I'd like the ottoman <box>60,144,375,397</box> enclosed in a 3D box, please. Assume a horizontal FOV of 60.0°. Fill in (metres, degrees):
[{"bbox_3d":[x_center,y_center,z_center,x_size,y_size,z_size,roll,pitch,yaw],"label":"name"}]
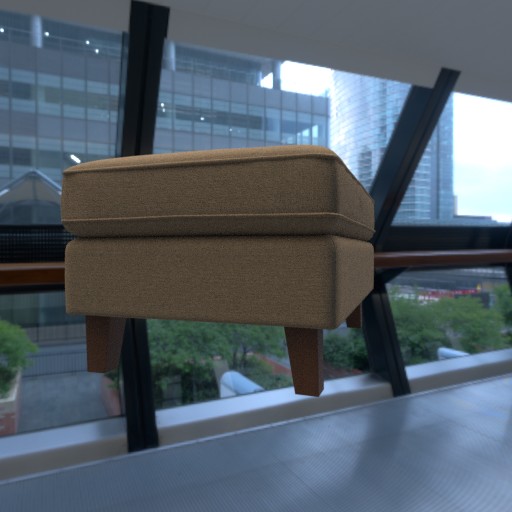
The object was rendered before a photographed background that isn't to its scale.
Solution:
[{"bbox_3d":[0.000,0.000,1.316,0.636,0.521,0.945,0,1,19],"label":"ottoman"}]
